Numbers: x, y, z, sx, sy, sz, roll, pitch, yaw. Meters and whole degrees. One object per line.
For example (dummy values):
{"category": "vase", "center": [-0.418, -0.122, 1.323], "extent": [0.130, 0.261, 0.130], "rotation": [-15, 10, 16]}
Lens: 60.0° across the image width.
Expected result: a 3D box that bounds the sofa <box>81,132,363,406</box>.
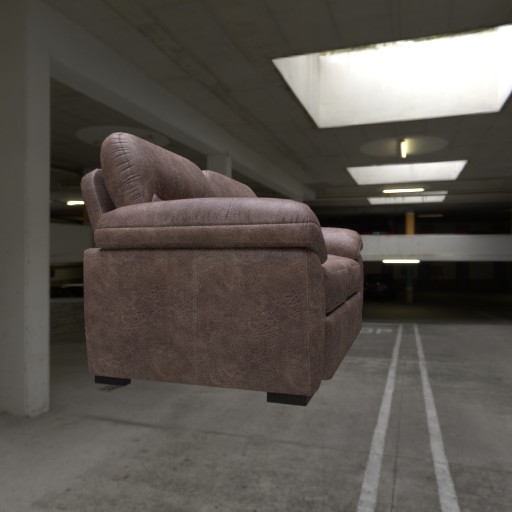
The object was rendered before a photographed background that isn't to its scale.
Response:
{"category": "sofa", "center": [0.000, 0.000, 2.329], "extent": [0.991, 0.991, 1.753], "rotation": [0, 0, 19]}
